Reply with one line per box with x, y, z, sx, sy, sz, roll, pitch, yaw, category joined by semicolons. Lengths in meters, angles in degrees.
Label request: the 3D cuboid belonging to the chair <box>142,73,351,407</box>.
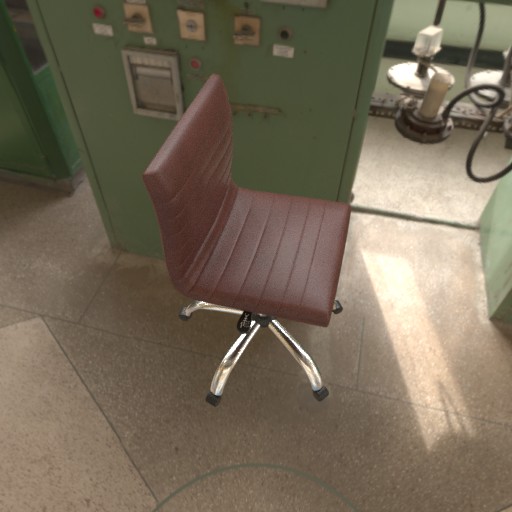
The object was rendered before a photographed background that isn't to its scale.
0.000;0.000;1.168;0.530;0.780;0.556;12;50;10;chair
